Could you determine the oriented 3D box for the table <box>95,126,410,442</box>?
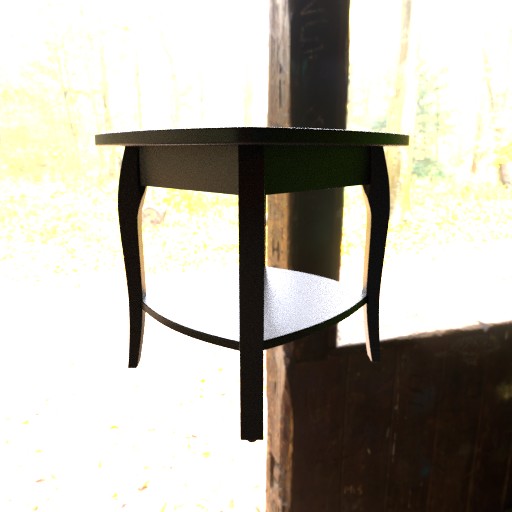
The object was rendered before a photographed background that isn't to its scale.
[{"bbox_3d":[0.000,0.000,0.865,0.457,0.457,0.508,13,18,43],"label":"table"}]
